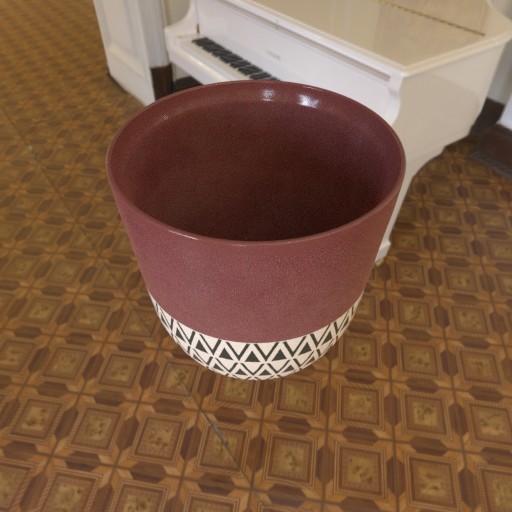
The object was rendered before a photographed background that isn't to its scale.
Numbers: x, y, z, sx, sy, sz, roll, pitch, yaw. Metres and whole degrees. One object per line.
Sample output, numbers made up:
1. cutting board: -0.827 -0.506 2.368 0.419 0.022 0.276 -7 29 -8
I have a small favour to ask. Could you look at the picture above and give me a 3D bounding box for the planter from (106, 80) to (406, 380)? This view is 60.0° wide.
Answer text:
1. planter: 0.000 0.000 0.370 0.195 0.214 0.195 0 45 0
